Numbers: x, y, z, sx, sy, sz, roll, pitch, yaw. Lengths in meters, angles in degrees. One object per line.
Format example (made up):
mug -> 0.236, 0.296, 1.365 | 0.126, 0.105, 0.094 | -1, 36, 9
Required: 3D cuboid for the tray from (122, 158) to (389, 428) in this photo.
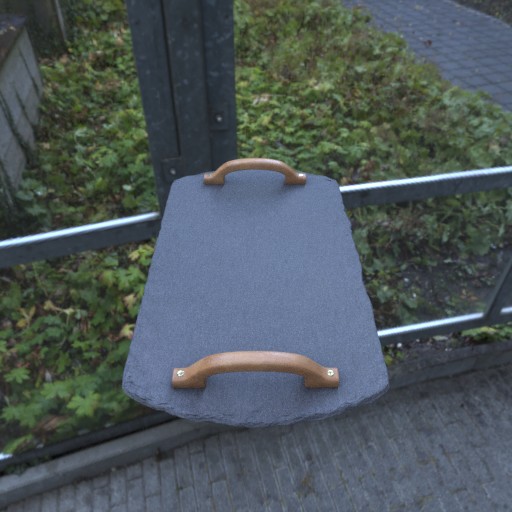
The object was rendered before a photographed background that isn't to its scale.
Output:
tray -> 0.000, 0.000, 0.485 | 0.231, 0.062, 0.387 | 0, 42, 0
